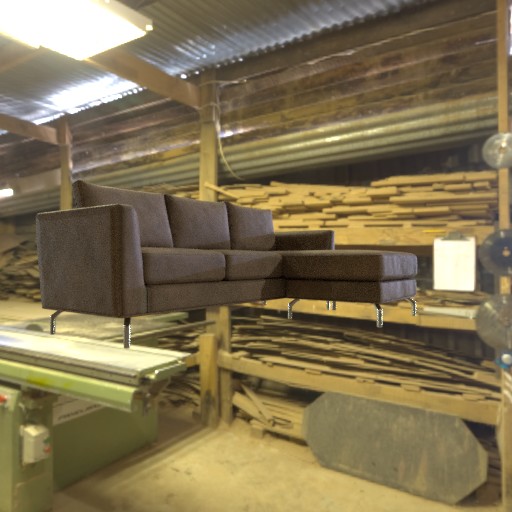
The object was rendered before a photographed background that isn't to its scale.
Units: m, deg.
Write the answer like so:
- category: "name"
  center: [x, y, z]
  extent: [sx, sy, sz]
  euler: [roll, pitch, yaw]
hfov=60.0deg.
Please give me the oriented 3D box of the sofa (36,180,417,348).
- category: "sofa"
  center: [0.000, 0.000, 3.245]
  extent: [1.622, 0.987, 2.438]
  euler: [0, -1, 36]
